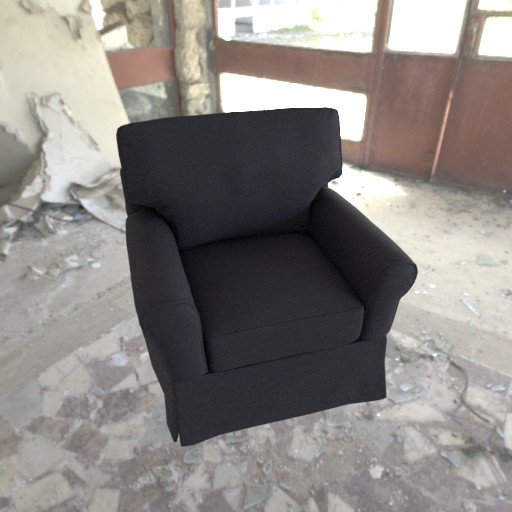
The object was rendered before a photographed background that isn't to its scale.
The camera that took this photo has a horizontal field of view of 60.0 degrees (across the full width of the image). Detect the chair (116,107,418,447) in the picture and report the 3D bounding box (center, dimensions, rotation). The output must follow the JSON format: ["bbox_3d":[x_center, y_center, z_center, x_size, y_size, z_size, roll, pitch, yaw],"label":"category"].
[{"bbox_3d":[0.000,0.000,2.005,1.119,1.140,1.002,-9,33,-15],"label":"chair"}]
